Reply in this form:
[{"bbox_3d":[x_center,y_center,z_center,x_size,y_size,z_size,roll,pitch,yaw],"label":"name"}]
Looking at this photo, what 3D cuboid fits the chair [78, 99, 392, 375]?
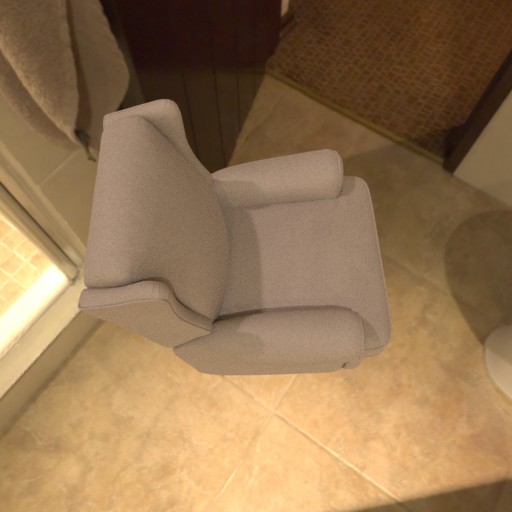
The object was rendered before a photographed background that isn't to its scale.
[{"bbox_3d":[0.000,0.000,1.688,0.969,1.011,0.847,-2,65,-1],"label":"chair"}]
